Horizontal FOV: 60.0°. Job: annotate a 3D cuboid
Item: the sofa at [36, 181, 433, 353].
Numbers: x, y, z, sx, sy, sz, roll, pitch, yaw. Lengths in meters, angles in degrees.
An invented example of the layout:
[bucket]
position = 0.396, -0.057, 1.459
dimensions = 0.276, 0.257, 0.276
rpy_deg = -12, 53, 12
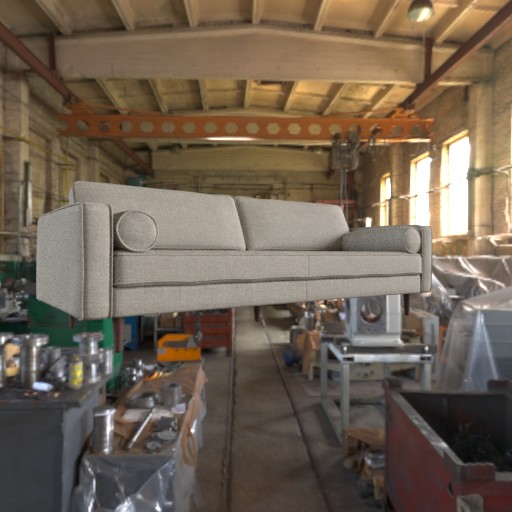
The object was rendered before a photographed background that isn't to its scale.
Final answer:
[sofa]
position = 0.000, 0.000, 2.586
dimensions = 2.211, 0.762, 0.914
rpy_deg = 0, 0, -36
